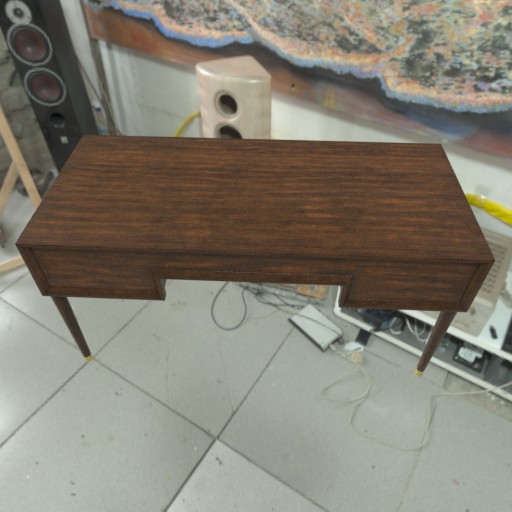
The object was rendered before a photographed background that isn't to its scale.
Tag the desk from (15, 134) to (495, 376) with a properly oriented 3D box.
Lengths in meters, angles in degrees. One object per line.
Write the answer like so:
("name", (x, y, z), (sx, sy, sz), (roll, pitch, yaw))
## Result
("desk", (0.000, 0.000, 1.975), (1.575, 0.762, 0.724), (2, 45, 2))
